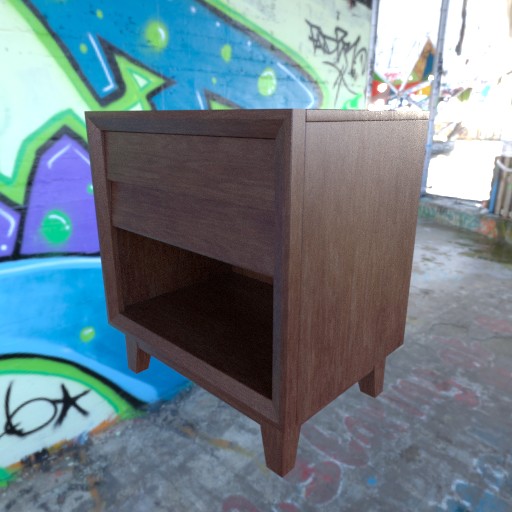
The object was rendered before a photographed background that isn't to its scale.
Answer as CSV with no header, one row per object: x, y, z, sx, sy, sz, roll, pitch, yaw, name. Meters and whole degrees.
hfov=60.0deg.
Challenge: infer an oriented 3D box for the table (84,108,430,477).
0.000,0.000,0.980,0.557,0.609,0.449,16,24,41,table
